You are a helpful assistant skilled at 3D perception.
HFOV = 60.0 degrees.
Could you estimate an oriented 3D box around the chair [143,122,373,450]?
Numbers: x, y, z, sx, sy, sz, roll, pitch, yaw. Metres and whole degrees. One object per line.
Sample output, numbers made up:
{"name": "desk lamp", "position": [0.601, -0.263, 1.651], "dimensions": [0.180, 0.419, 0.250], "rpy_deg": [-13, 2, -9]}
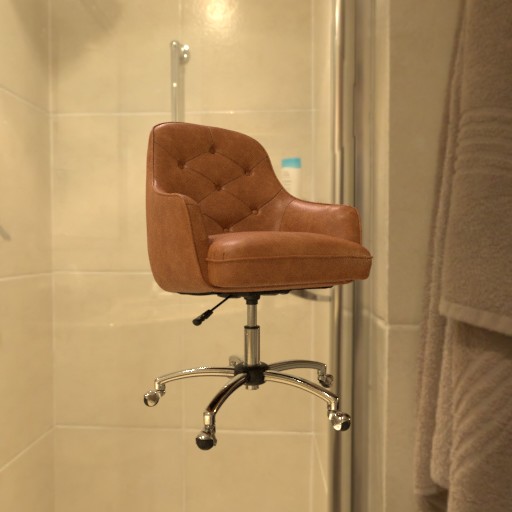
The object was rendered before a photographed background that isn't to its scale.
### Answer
{"name": "chair", "position": [0.000, 0.000, 1.346], "dimensions": [0.628, 0.909, 0.615], "rpy_deg": [-1, 2, -34]}
